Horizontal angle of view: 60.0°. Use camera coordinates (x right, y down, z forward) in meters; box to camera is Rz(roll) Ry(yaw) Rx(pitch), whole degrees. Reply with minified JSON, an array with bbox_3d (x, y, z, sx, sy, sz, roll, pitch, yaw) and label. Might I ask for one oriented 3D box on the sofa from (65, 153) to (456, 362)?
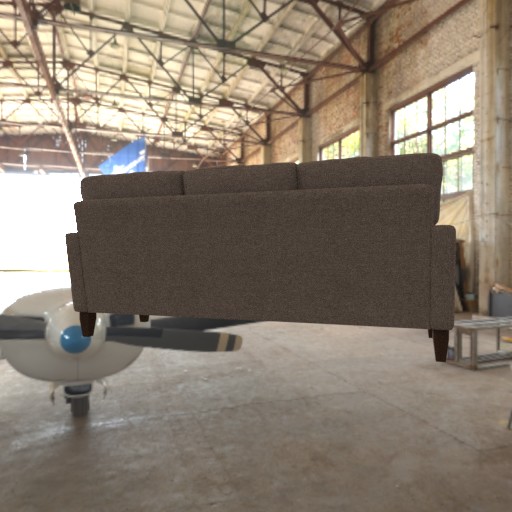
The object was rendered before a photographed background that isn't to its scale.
[{"bbox_3d":[0.000,0.000,2.650,2.115,0.984,0.888,0,0,18],"label":"sofa"}]
